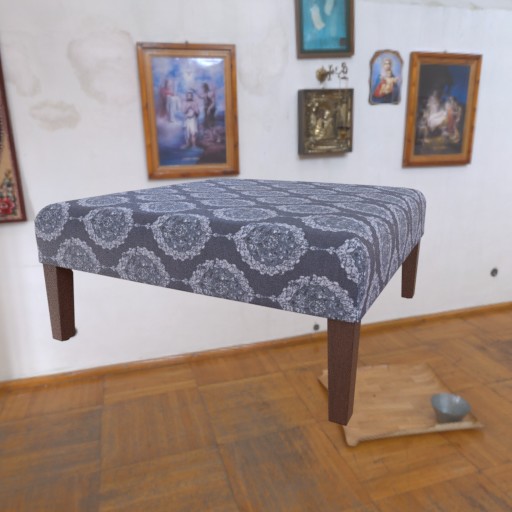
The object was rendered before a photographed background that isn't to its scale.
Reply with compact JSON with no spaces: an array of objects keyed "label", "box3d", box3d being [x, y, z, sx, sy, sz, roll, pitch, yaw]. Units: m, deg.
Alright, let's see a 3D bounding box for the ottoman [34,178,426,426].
[{"label":"ottoman","box3d":[0.000,0.000,1.401,0.890,0.409,0.889,8,17,27]}]
